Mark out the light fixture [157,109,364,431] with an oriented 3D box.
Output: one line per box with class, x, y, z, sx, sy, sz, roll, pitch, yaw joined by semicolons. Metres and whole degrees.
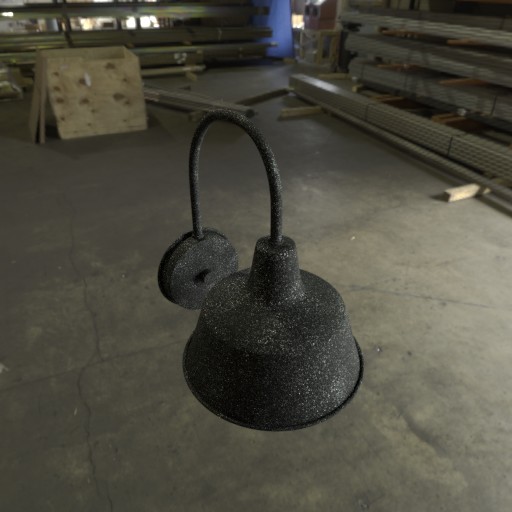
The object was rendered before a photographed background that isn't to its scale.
light fixture;0.000;0.000;0.493;0.216;0.300;0.283;-22;38;-31
